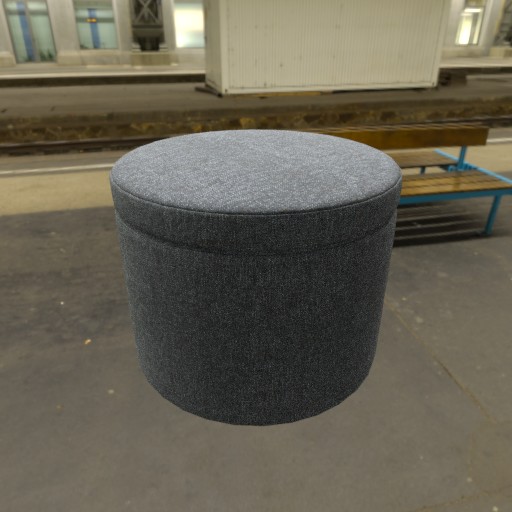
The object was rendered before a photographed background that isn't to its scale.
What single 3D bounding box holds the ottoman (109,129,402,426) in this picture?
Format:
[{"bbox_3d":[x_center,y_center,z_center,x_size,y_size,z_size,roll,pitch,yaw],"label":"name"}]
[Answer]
[{"bbox_3d":[0.000,0.000,0.868,0.500,0.419,0.500,0,28,0],"label":"ottoman"}]
